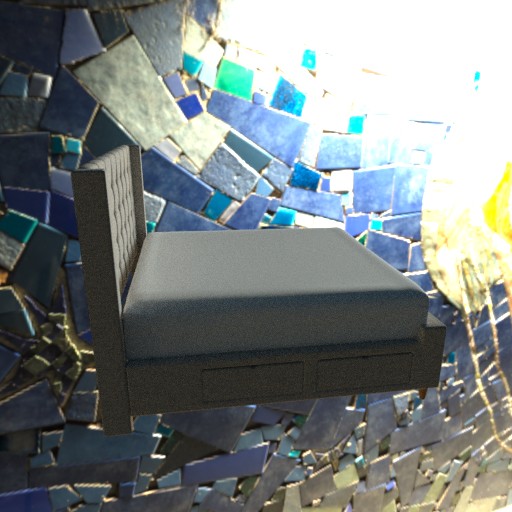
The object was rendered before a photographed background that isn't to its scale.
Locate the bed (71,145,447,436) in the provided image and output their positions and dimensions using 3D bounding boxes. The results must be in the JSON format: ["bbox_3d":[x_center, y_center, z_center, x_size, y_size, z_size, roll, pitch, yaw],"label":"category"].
[{"bbox_3d":[0.000,0.000,3.772,2.372,1.748,2.044,-3,18,-8],"label":"bed"}]
